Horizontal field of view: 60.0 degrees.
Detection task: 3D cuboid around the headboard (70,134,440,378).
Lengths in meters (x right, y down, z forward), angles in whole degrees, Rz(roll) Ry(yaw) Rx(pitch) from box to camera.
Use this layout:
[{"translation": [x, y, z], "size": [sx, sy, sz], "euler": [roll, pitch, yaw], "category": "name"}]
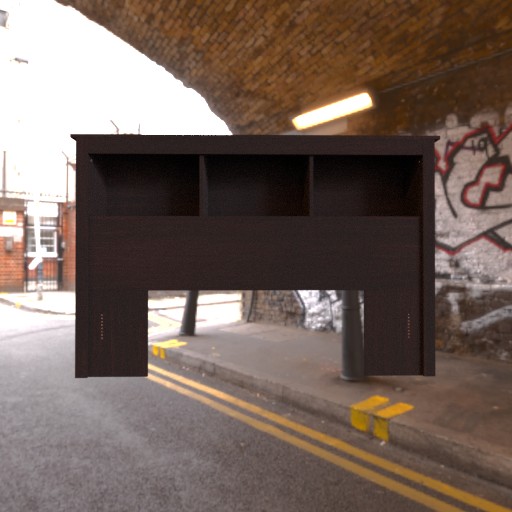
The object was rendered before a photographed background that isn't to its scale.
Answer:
[{"translation": [0.000, 0.000, 2.134], "size": [1.671, 1.092, 0.279], "euler": [0, -1, -1], "category": "headboard"}]
